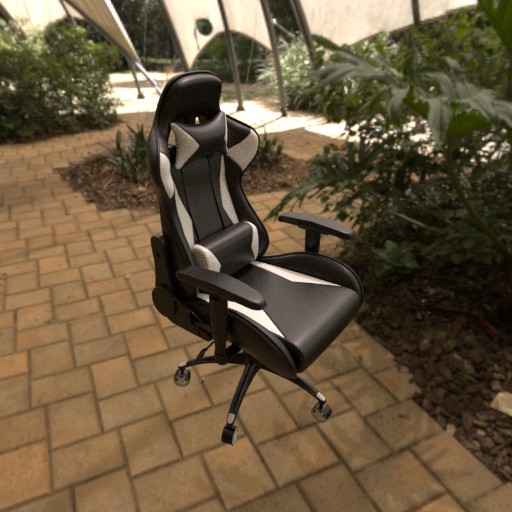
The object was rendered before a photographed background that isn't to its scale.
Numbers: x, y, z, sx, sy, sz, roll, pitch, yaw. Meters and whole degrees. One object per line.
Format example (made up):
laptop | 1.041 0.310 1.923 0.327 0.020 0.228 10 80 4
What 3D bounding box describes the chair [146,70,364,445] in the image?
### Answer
chair | 0.000 0.000 1.691 0.695 1.285 0.730 18 32 32
